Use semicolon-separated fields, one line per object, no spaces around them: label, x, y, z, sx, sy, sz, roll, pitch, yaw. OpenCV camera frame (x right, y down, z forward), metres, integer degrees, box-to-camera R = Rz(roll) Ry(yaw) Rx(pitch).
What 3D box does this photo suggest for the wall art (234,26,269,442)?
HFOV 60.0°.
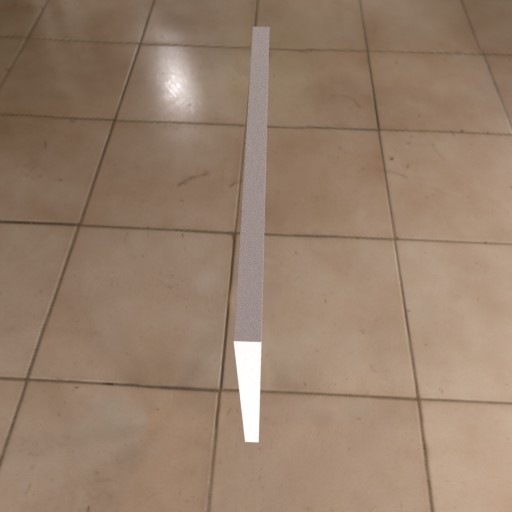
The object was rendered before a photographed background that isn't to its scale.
wall art;0.000;0.000;1.134;0.038;0.762;0.762;1;58;1
